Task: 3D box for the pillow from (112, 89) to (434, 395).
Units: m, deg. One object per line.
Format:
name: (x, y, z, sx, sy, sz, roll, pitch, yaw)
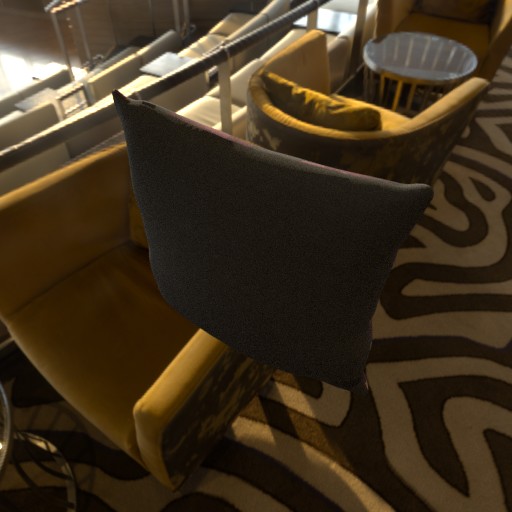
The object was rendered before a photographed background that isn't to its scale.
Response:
pillow: (0.000, 0.000, 0.763, 0.503, 0.496, 0.208, 24, 51, 21)
